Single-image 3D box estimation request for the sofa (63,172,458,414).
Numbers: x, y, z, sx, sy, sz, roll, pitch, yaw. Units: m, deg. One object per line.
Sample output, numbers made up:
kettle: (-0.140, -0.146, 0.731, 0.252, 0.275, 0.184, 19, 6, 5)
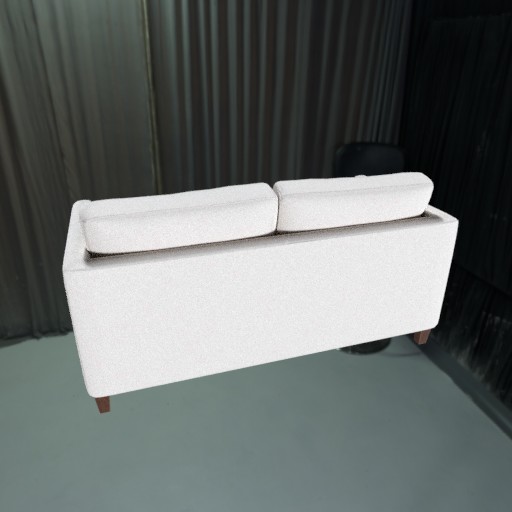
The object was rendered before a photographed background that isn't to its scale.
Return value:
sofa: (0.000, 0.000, 2.262, 1.722, 0.888, 0.873, -8, 26, -16)
